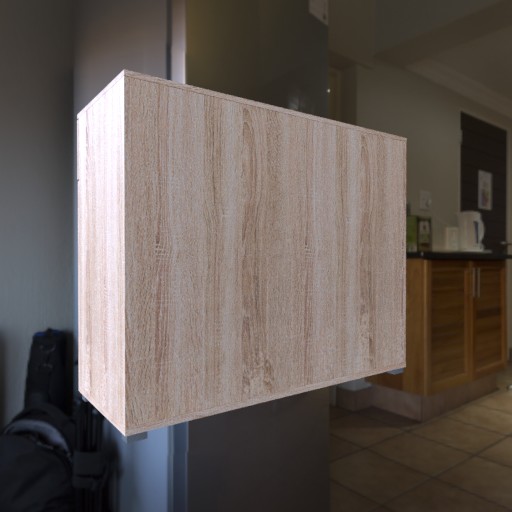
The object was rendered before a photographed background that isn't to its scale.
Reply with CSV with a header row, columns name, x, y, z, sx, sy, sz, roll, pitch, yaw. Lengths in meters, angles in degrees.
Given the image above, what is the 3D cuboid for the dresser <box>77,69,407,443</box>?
name,x,y,z,sx,sy,sz,roll,pitch,yaw
dresser,0.000,0.000,1.564,1.100,0.900,0.450,0,1,-36
